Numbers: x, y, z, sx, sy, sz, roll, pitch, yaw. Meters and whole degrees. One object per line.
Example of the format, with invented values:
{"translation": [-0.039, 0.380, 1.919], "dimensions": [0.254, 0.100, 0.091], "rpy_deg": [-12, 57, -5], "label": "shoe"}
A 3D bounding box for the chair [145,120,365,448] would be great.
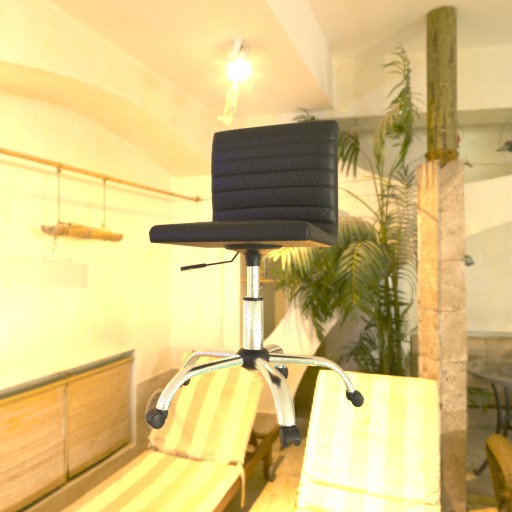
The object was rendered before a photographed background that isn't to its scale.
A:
{"translation": [0.000, 0.000, 1.185], "dimensions": [0.556, 0.780, 0.530], "rpy_deg": [0, 0, 20], "label": "chair"}
